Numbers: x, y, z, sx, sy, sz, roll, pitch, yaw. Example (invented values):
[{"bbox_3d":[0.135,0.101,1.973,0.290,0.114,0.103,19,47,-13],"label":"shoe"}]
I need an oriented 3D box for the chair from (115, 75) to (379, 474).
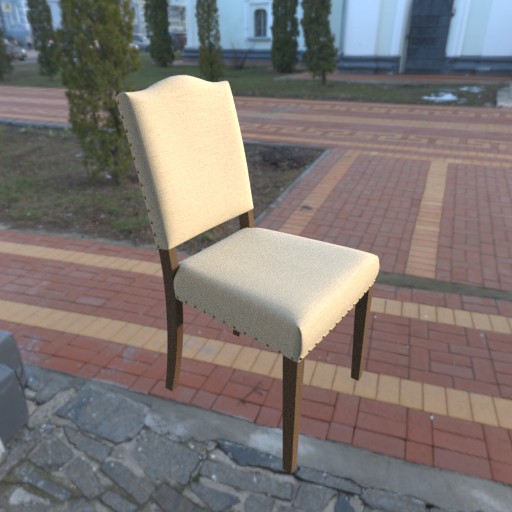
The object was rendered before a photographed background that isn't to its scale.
[{"bbox_3d":[0.000,0.000,1.371,0.619,1.015,0.508,17,31,31],"label":"chair"}]
